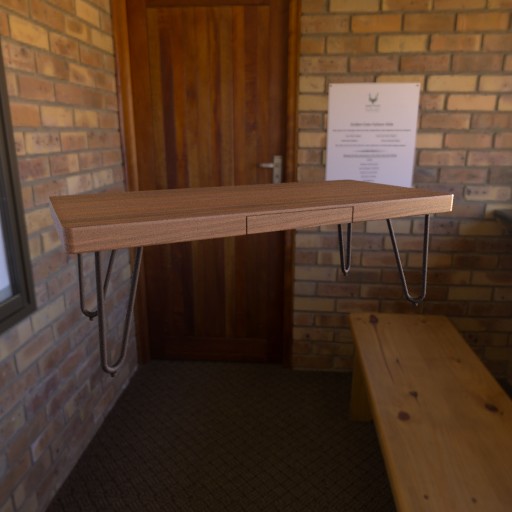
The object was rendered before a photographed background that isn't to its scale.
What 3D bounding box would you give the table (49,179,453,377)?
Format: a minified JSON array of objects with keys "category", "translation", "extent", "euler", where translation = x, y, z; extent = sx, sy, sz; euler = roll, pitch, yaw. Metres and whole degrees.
[{"category":"table","translation":[0.000,0.000,1.704],"extent":[1.375,0.468,0.637],"euler":[-8,17,-26]}]
